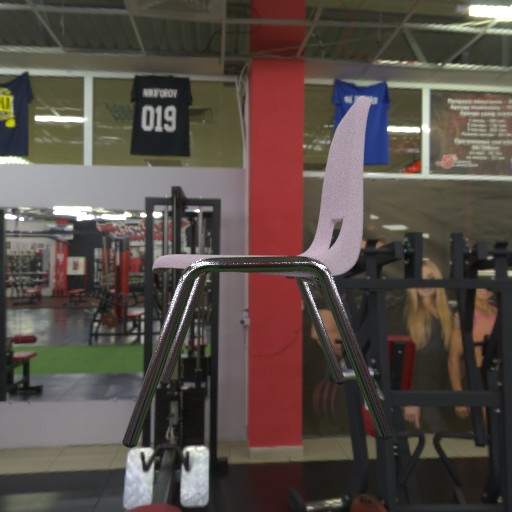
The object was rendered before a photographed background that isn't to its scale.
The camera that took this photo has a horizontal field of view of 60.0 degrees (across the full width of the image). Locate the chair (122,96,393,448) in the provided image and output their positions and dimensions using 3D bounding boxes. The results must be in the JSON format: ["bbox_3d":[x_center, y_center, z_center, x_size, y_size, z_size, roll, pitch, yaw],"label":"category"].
[{"bbox_3d":[0.000,0.000,0.855,0.423,0.586,0.354,0,0,-3],"label":"chair"}]
